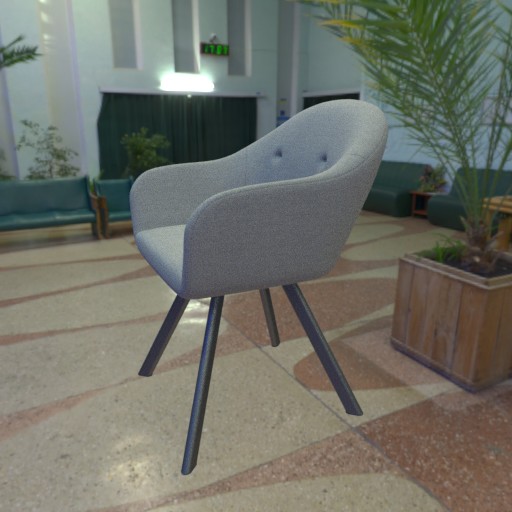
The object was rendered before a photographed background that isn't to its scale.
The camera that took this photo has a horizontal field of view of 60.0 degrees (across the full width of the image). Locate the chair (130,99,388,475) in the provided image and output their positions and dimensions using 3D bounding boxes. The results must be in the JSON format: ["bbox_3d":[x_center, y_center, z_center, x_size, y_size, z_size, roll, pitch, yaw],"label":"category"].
[{"bbox_3d":[0.000,0.000,1.150,0.570,0.780,0.540,-8,18,-25],"label":"chair"}]
